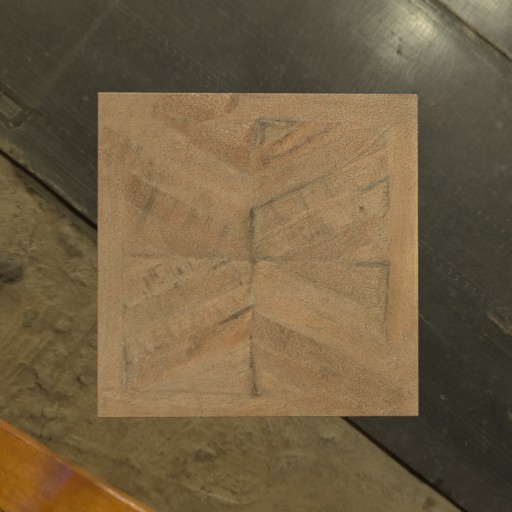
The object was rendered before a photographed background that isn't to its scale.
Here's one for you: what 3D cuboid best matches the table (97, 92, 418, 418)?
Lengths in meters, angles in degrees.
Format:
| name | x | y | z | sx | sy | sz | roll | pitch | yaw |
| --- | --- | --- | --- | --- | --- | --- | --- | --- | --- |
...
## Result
| name | x | y | z | sx | sy | sz | roll | pitch | yaw |
| --- | --- | --- | --- | --- | --- | --- | --- | --- | --- |
| table | 0.000 | 0.000 | 0.954 | 0.498 | 0.550 | 0.499 | 0 | 90 | -1 |
